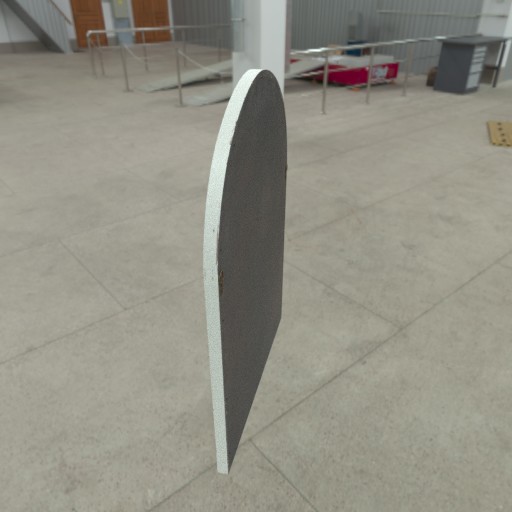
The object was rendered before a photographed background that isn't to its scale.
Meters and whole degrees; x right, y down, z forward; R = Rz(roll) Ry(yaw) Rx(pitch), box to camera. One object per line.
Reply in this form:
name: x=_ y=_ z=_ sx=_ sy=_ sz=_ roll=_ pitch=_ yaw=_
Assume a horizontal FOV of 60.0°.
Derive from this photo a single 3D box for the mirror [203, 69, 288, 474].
mirror: x=0.000 y=0.000 z=1.178 sx=0.032 sy=0.920 sz=0.660 roll=8 pitch=31 yaw=13
